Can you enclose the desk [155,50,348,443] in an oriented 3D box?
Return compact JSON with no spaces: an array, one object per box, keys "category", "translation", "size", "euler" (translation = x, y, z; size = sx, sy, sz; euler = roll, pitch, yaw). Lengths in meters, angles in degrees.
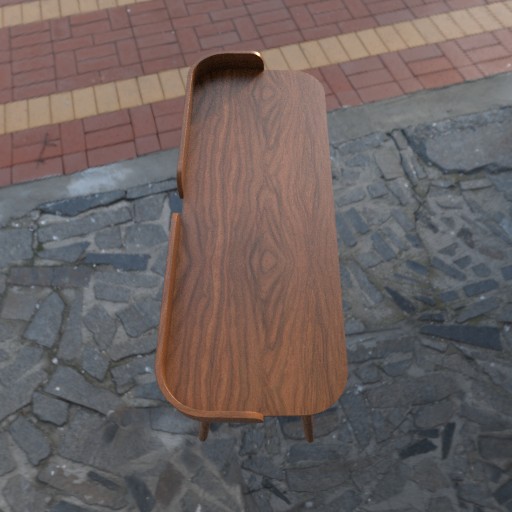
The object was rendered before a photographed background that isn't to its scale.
[{"category":"desk","translation":[0.000,0.000,1.671],"size":[0.486,0.800,1.256],"euler":[1,63,0]}]
